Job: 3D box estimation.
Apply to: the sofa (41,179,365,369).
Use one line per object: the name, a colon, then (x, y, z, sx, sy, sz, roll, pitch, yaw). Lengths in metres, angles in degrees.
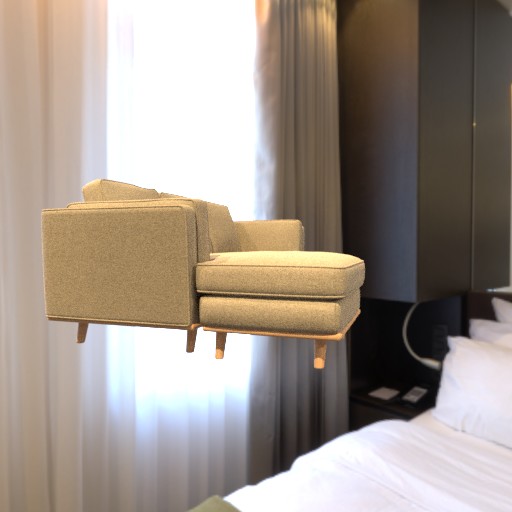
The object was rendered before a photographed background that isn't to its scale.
sofa: (0.000, 0.000, 3.173, 1.604, 0.929, 2.411, 1, 2, 19)
